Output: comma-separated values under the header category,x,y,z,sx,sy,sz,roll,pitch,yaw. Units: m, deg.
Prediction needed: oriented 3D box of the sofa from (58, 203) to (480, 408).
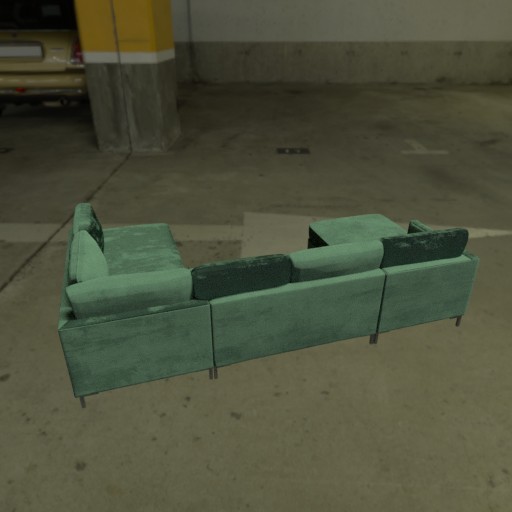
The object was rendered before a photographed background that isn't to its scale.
category,x,y,z,sx,sy,sz,roll,pitch,yaw
sofa,0.000,0.000,4.322,3.434,0.992,2.055,-8,29,-16
